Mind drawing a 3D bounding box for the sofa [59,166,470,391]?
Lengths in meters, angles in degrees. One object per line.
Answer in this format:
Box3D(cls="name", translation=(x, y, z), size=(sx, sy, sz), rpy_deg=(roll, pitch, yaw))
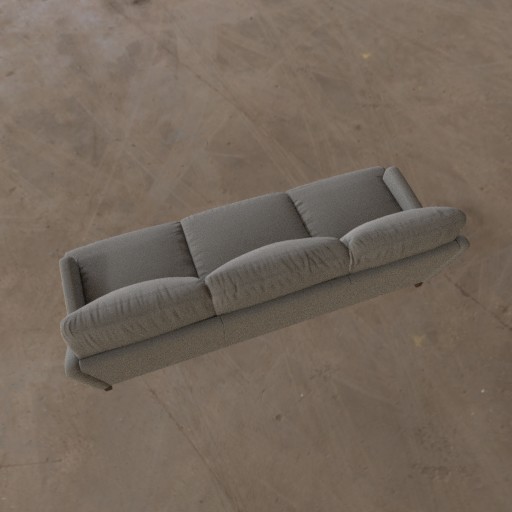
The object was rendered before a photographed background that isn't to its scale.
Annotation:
Box3D(cls="sofa", translation=(0.000, 0.000, 2.813), size=(2.344, 0.926, 0.987), rpy_deg=(-17, 59, -10))
